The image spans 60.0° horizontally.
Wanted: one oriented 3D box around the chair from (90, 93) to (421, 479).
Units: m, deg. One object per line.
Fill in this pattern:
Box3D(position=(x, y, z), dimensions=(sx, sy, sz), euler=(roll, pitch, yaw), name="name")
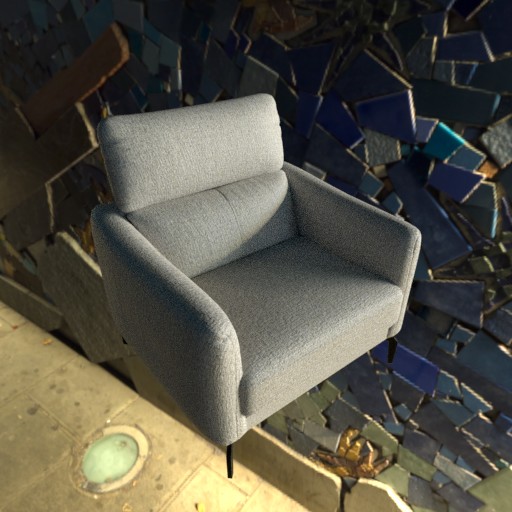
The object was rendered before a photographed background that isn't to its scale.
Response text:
Box3D(position=(0.000, 0.000, 1.633), dimensions=(0.972, 0.967, 0.835), euler=(-22, 37, -32), name="chair")
